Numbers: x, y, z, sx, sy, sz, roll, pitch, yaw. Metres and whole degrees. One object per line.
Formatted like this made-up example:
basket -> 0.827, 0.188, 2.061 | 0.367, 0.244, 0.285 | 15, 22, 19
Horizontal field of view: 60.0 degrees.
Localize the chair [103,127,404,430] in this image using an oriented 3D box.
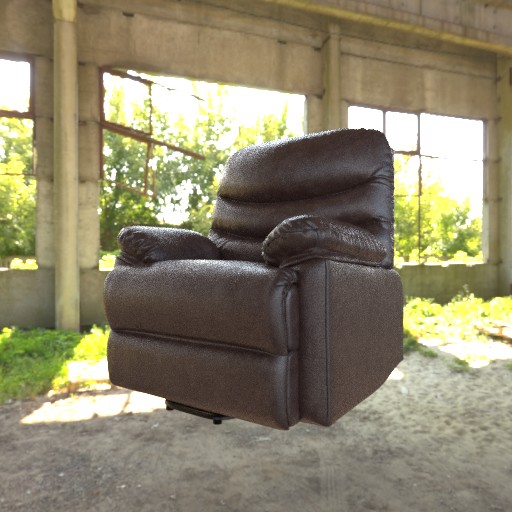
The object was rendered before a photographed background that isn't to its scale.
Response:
chair -> 0.000, 0.000, 1.713 | 0.940, 1.041, 0.879 | 0, 0, 36
